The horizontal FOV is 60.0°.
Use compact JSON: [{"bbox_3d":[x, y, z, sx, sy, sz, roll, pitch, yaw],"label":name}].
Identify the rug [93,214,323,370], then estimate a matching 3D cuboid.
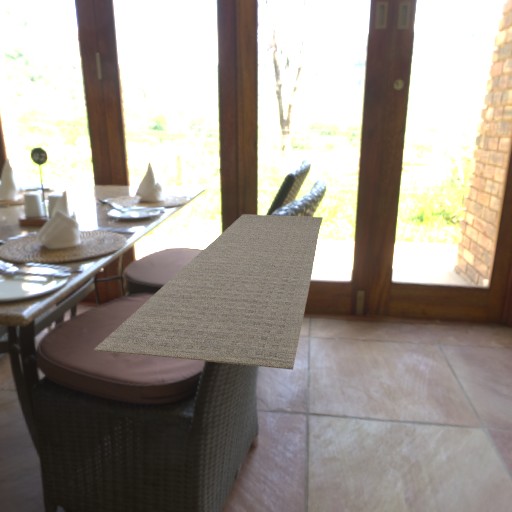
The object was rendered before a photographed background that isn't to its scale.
[{"bbox_3d":[0.000,0.000,2.608,0.688,0.005,2.437,3,17,10],"label":"rug"}]
